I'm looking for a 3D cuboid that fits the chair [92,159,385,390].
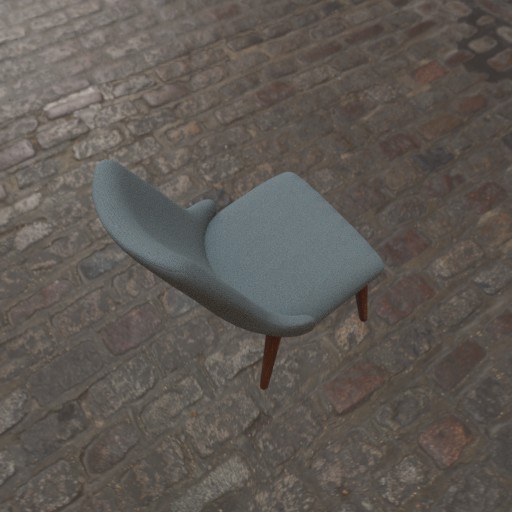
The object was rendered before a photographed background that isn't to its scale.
[{"bbox_3d":[0.000,0.000,1.324,0.707,0.918,0.535,-31,64,-17],"label":"chair"}]
